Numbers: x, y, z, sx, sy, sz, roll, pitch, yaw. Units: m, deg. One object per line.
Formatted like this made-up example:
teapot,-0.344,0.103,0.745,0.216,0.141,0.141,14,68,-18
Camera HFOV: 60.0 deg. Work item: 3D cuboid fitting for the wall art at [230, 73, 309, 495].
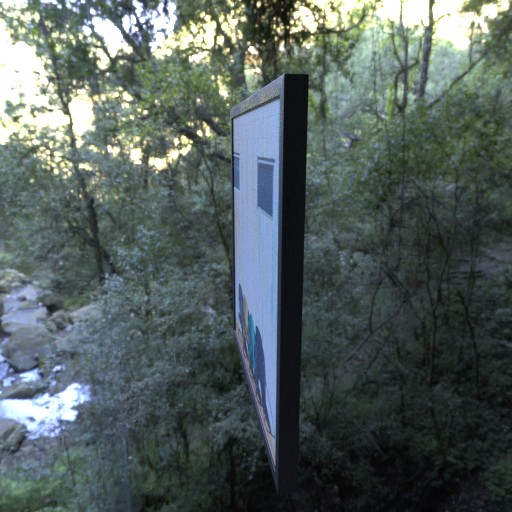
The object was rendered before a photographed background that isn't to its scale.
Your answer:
wall art,0.000,0.000,1.131,0.039,0.763,0.763,-2,15,-9
